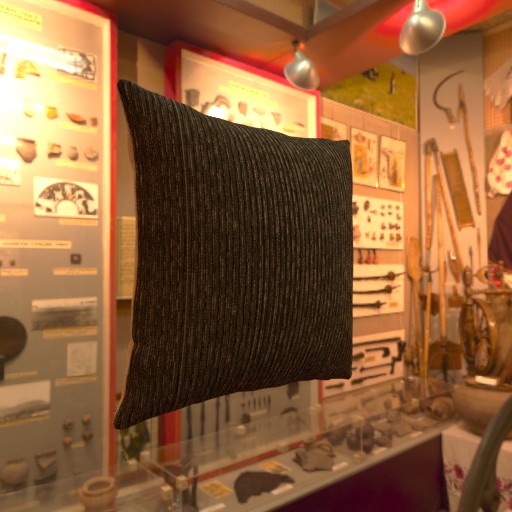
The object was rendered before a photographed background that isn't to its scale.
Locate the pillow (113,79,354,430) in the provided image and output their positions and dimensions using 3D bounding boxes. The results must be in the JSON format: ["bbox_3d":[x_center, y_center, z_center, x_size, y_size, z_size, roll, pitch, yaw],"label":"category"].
[{"bbox_3d":[0.000,0.000,0.672,0.433,0.434,0.196,1,-2,-37],"label":"pillow"}]
